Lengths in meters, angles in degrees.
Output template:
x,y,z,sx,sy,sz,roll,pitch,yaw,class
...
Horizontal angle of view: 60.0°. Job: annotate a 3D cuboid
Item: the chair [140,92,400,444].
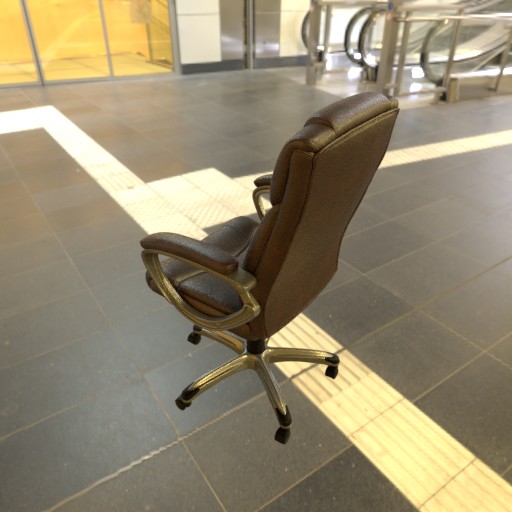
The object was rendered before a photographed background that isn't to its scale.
x,y,z,sx,sy,sz,roll,pitch,yaw,class
0.000,0.000,1.540,0.692,1.128,0.656,21,38,30,chair
